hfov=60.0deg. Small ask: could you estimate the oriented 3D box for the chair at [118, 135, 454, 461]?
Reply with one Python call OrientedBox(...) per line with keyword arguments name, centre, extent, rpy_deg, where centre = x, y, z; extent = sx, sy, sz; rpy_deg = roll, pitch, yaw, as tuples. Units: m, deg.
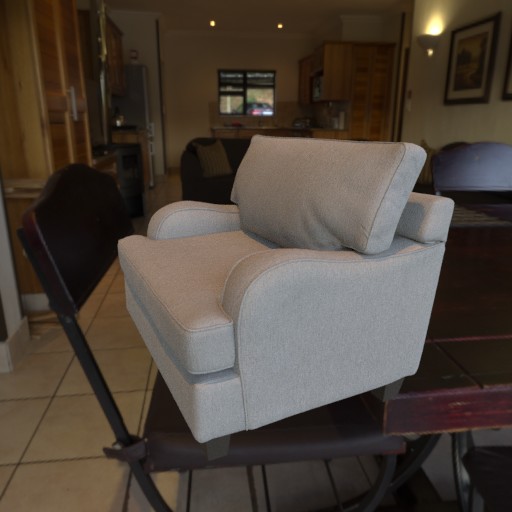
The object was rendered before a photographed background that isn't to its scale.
OrientedBox(name="chair", centre=(0.000, 0.000, 1.978), extent=(1.041, 1.016, 1.220), rpy_deg=(-8, 18, -25))
